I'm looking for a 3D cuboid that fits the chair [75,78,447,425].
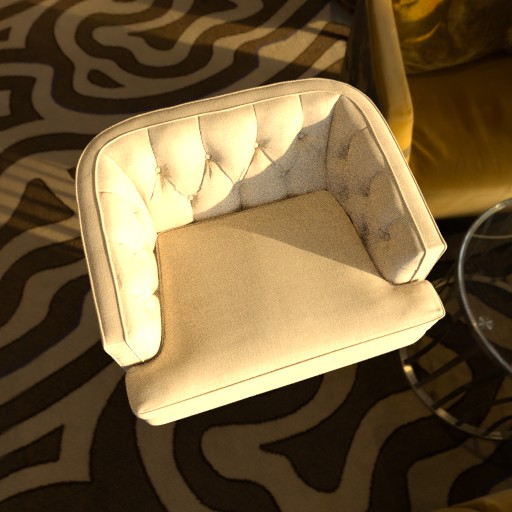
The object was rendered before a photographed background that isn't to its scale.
[{"bbox_3d":[0.000,0.000,1.686,1.118,0.787,0.914,-16,64,-8],"label":"chair"}]
